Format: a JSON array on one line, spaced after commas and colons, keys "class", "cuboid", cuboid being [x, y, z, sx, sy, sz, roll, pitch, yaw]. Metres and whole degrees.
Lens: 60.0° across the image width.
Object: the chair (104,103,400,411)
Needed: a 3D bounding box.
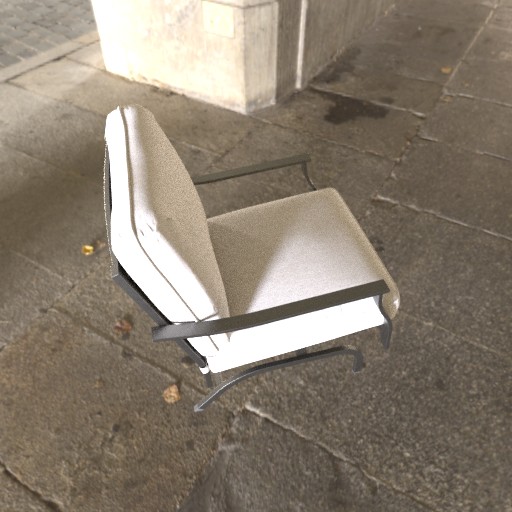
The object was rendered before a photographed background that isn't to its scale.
[{"class": "chair", "cuboid": [0.000, 0.000, 1.414, 0.787, 0.860, 0.650, -11, 47, -10]}]
